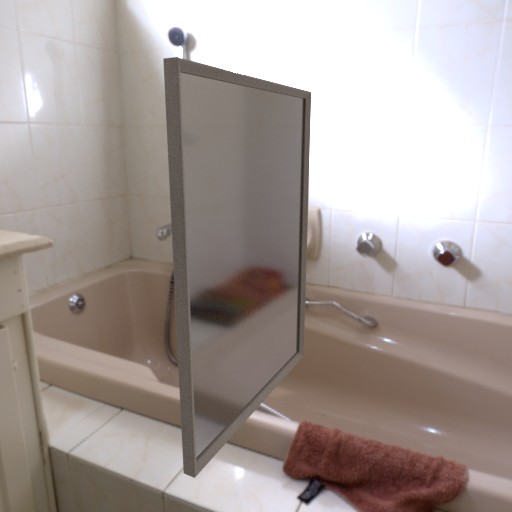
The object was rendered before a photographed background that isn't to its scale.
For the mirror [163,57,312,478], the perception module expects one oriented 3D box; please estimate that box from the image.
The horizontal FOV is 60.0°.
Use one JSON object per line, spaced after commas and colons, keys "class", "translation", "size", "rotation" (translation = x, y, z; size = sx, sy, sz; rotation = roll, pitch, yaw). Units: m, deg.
{"class": "mirror", "translation": [0.000, 0.000, 1.362], "size": [0.041, 1.016, 0.762], "rotation": [8, 16, 27]}
